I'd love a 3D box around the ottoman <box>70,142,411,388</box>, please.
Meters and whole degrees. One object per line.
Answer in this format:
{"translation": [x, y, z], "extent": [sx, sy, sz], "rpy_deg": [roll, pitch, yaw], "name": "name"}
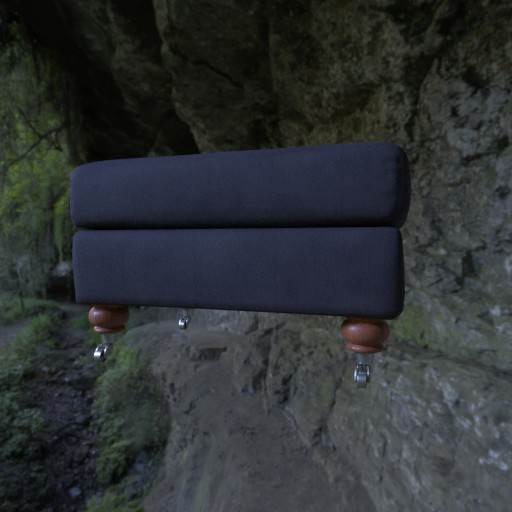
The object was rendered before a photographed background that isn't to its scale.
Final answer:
{"translation": [0.000, 0.000, 1.180], "extent": [0.773, 0.497, 0.574], "rpy_deg": [1, 2, 18], "name": "ottoman"}
